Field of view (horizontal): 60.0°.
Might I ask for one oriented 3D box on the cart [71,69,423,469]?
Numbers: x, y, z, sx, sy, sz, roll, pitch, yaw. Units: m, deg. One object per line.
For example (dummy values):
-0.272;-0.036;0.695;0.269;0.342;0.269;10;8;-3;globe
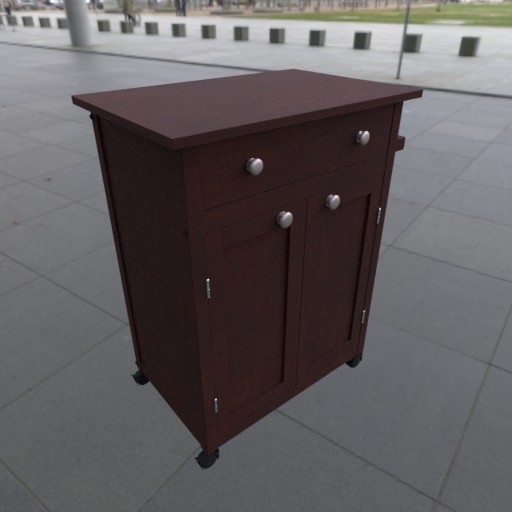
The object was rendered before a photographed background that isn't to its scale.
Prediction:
0.000;0.000;1.224;0.683;0.864;0.442;-22;37;-33;cart
